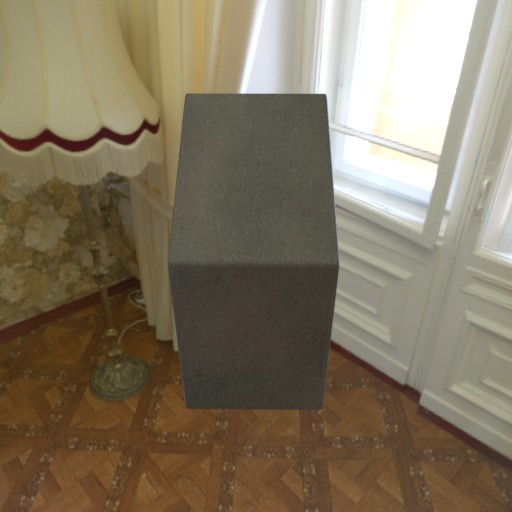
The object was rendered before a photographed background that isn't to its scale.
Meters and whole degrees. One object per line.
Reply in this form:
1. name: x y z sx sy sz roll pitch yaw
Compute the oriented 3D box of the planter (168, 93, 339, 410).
1. planter: 0.000 0.000 0.294 0.077 0.206 0.169 0 32 1
